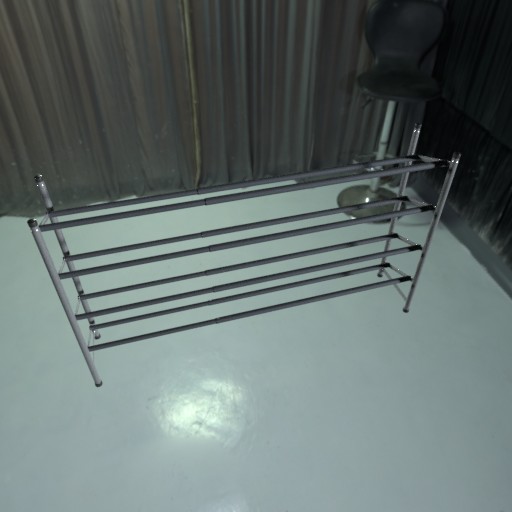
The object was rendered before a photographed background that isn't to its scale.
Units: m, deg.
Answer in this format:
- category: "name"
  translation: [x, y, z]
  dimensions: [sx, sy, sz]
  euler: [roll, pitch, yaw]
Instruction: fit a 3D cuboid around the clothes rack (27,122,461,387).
- category: "clothes rack"
  translation: [0.000, 0.000, 1.443]
  dimensions: [1.168, 0.672, 0.229]
  euler: [-11, 42, -12]
